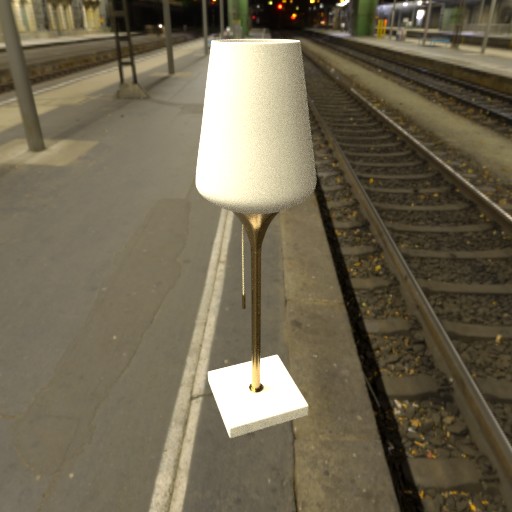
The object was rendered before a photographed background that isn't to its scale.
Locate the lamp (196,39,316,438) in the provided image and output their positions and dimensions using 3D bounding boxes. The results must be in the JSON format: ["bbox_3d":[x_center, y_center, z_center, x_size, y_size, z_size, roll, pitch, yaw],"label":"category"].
[{"bbox_3d":[0.000,0.000,0.731,0.181,0.639,0.181,-10,30,-18],"label":"lamp"}]
